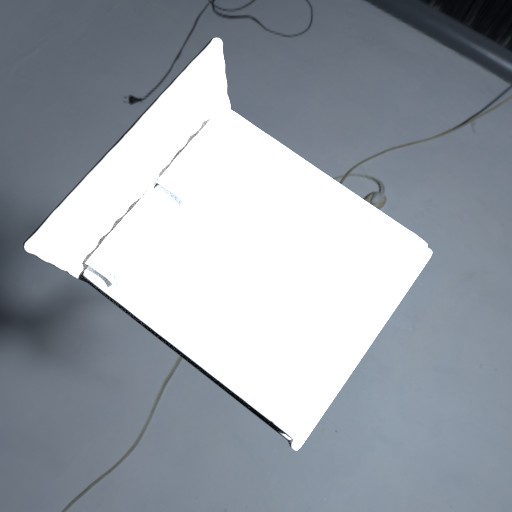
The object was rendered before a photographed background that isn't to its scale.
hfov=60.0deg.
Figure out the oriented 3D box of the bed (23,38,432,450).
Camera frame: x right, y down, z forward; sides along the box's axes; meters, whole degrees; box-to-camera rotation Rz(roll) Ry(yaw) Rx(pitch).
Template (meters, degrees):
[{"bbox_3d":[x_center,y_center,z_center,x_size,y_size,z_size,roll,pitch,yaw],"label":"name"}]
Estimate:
[{"bbox_3d":[0.000,0.000,3.623,2.387,1.427,2.078,36,79,9],"label":"bed"}]
